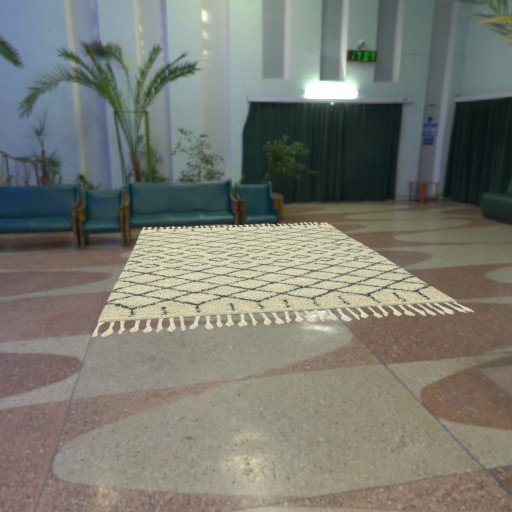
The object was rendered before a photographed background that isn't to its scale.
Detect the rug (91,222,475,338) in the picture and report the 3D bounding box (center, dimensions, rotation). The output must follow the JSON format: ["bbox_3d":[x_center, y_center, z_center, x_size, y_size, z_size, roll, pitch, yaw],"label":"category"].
[{"bbox_3d":[0.000,0.000,4.211,2.388,0.030,3.213,-2,15,-8],"label":"rug"}]
